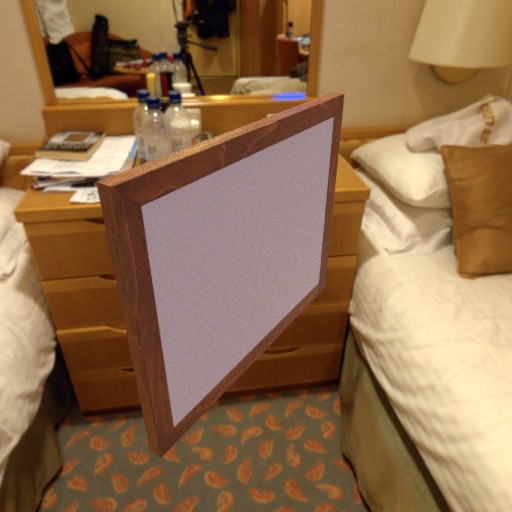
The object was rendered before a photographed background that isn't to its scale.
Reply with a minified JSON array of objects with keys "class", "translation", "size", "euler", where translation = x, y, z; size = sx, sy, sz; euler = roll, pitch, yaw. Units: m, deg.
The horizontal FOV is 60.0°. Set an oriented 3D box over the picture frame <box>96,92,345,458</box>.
[{"class":"picture frame","translation":[0.000,0.000,0.780],"size":[0.025,0.457,0.559],"euler":[20,37,29]}]
